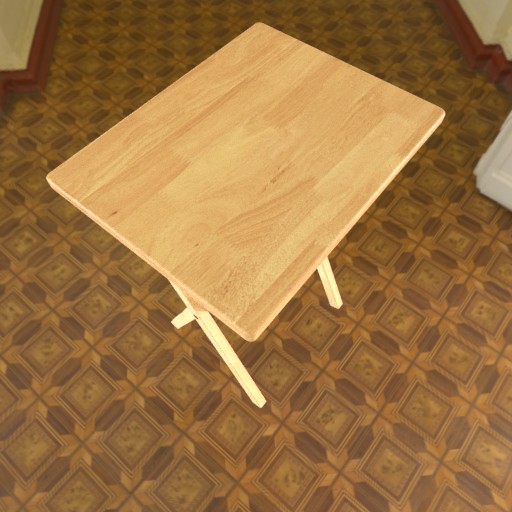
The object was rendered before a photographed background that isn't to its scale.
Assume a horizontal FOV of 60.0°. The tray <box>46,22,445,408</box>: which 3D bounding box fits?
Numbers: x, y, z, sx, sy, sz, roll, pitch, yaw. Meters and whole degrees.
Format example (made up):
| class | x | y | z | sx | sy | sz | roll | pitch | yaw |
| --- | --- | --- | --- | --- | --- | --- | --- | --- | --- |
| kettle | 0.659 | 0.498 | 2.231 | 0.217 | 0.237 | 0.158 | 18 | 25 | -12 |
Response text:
| class | x | y | z | sx | sy | sz | roll | pitch | yaw |
| --- | --- | --- | --- | --- | --- | --- | --- | --- | --- |
| tray | 0.000 | 0.000 | 0.940 | 0.381 | 0.660 | 0.483 | 35 | 65 | 19 |
